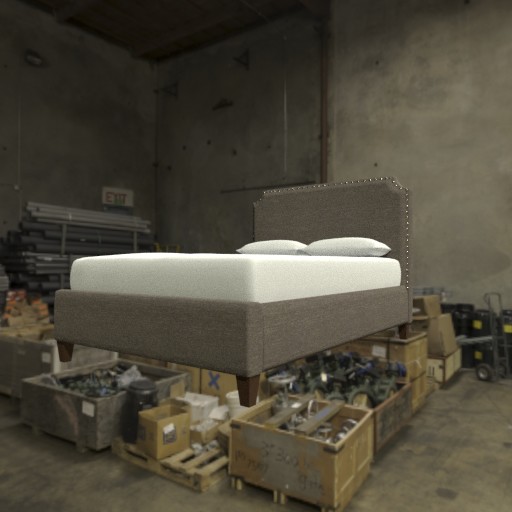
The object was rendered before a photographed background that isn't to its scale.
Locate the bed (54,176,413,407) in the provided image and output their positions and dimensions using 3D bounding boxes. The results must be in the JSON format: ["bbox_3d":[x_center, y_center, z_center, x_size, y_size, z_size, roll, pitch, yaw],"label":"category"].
[{"bbox_3d":[0.000,0.000,3.482,1.713,1.457,2.381,-1,-1,36],"label":"bed"}]
